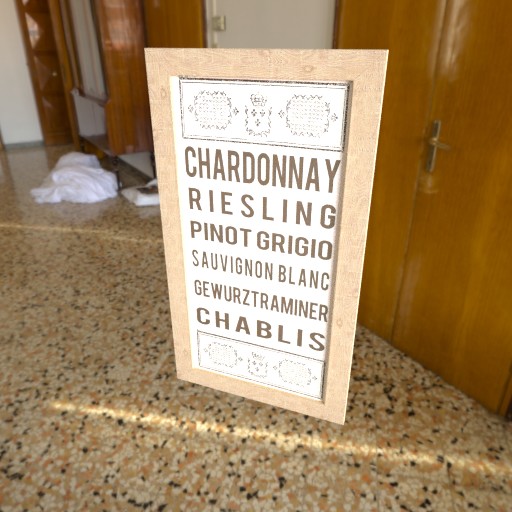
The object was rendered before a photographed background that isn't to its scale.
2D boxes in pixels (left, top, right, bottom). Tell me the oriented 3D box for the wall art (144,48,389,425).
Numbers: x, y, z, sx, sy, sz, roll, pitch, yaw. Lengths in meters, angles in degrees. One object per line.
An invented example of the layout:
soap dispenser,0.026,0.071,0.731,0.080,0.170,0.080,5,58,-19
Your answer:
wall art,0.000,0.000,0.807,0.381,0.683,0.013,10,28,19
